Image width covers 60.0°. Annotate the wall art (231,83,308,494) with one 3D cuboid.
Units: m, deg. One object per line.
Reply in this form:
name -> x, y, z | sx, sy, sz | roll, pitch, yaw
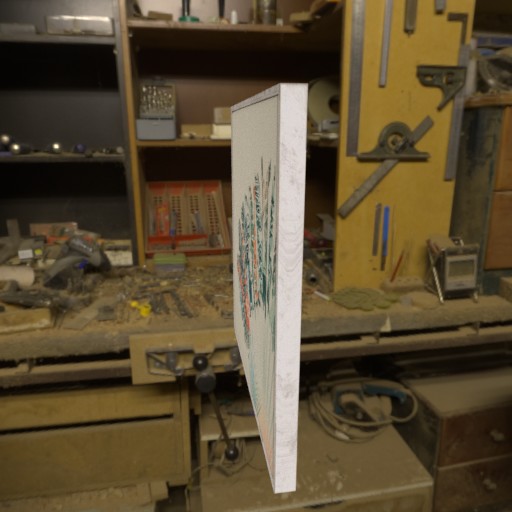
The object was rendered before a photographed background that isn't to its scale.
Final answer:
wall art -> 0.000, 0.000, 0.757 | 0.029, 0.506, 0.508 | -2, 16, -8
